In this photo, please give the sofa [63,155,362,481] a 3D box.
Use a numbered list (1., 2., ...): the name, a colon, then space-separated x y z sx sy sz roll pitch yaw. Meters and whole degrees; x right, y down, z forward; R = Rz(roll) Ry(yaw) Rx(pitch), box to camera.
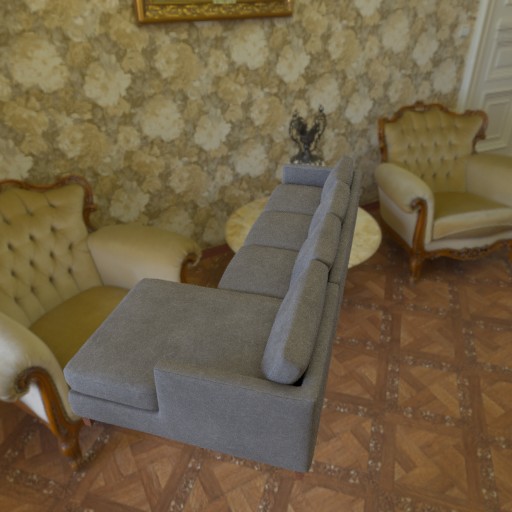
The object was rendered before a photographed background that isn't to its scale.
1. sofa: 0.000 0.000 3.957 1.604 0.950 3.471 8 33 13
